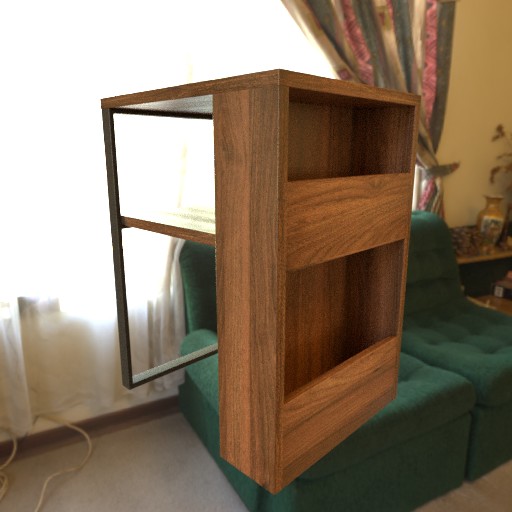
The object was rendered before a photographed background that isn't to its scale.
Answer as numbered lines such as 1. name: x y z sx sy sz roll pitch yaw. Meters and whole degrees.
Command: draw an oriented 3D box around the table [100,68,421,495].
1. table: 0.000 0.000 1.531 0.786 1.041 0.660 13 19 43
